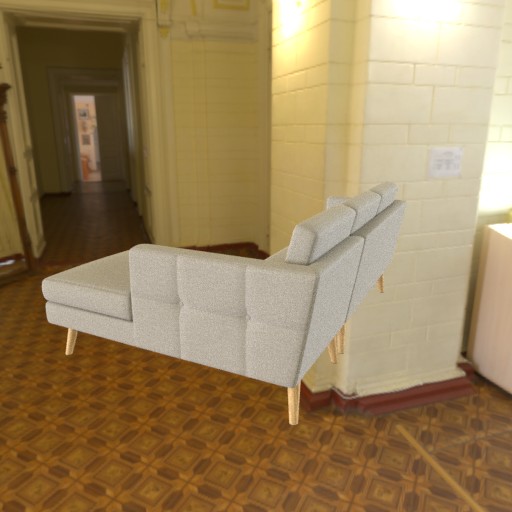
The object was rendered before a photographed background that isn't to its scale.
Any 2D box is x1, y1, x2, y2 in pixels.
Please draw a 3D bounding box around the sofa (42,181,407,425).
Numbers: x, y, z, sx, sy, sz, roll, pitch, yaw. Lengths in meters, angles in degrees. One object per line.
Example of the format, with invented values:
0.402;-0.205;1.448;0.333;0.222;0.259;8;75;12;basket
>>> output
0.000;0.000;2.870;1.530;0.860;2.040;8;18;26;sofa
